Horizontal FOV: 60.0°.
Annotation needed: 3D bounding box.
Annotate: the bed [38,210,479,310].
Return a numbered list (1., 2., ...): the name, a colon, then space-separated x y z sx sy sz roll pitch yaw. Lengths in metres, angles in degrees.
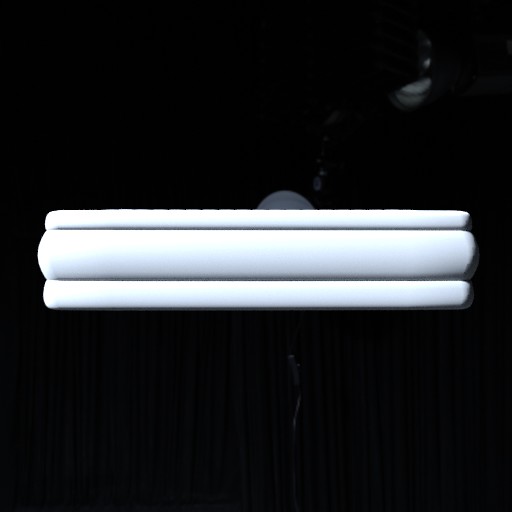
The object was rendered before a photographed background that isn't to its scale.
1. bed: 0.000 0.000 2.647 2.036 0.460 1.520 0 1 -1
